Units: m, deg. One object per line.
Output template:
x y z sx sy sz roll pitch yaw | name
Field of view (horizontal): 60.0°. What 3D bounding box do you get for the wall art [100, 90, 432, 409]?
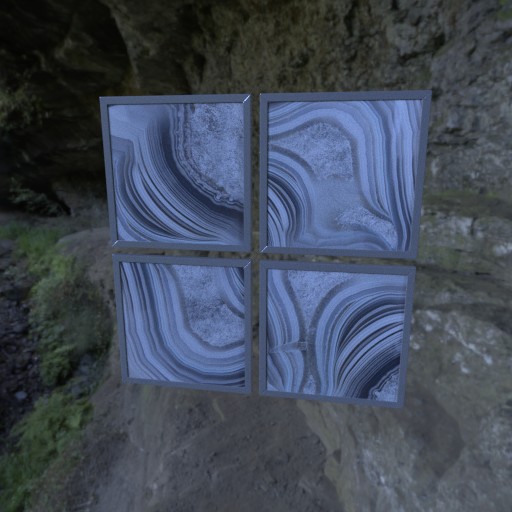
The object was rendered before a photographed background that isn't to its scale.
0.000 0.000 1.622 1.118 1.118 0.029 2 14 10 | wall art
